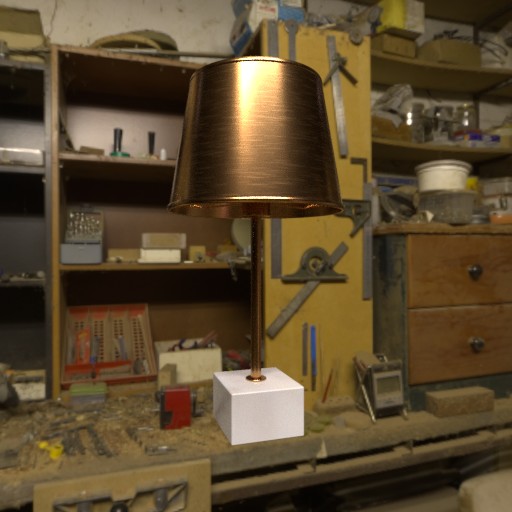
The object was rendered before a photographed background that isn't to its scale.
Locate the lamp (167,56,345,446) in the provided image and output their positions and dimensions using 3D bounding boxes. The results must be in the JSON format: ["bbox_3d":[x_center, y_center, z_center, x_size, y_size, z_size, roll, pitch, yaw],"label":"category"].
[{"bbox_3d":[0.000,0.000,0.528,0.208,0.406,0.208,0,0,0],"label":"lamp"}]
